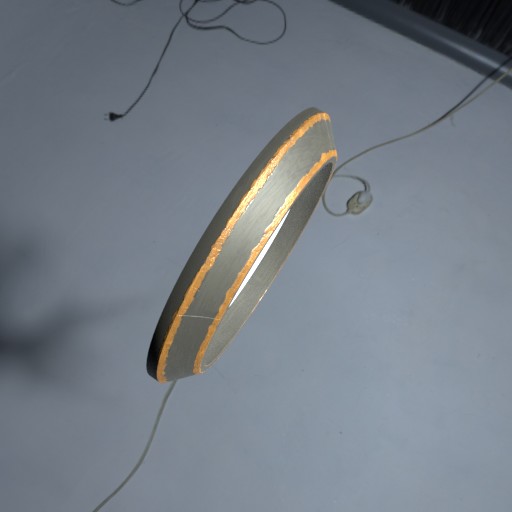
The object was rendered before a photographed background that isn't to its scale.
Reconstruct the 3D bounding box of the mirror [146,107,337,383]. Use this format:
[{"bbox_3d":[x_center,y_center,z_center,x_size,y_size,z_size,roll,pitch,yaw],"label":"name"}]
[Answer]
[{"bbox_3d":[0.000,0.000,1.344,0.111,0.907,0.907,32,77,8],"label":"mirror"}]
